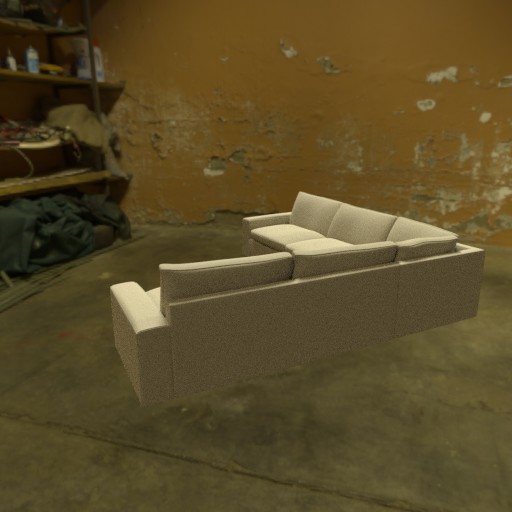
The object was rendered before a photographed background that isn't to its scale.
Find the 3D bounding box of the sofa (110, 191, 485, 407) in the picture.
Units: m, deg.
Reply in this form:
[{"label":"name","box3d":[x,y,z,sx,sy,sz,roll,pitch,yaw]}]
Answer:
[{"label":"sofa","box3d":[0.000,0.000,4.749,3.206,0.918,3.066,-8,18,-26]}]
